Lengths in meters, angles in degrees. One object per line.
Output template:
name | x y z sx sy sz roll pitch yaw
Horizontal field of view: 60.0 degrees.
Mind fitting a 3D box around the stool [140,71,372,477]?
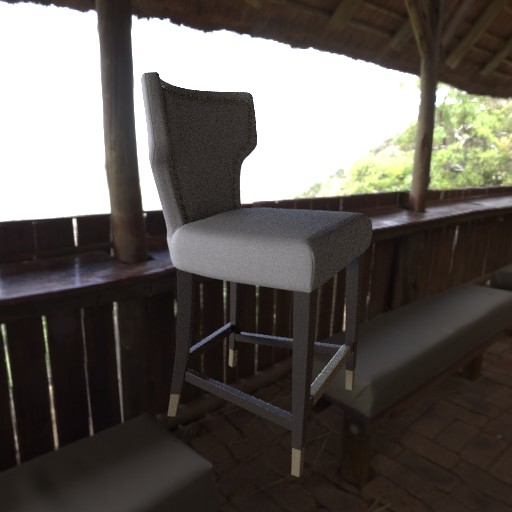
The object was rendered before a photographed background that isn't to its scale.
stool | 0.000 0.000 1.316 0.563 0.982 0.527 7 16 27
